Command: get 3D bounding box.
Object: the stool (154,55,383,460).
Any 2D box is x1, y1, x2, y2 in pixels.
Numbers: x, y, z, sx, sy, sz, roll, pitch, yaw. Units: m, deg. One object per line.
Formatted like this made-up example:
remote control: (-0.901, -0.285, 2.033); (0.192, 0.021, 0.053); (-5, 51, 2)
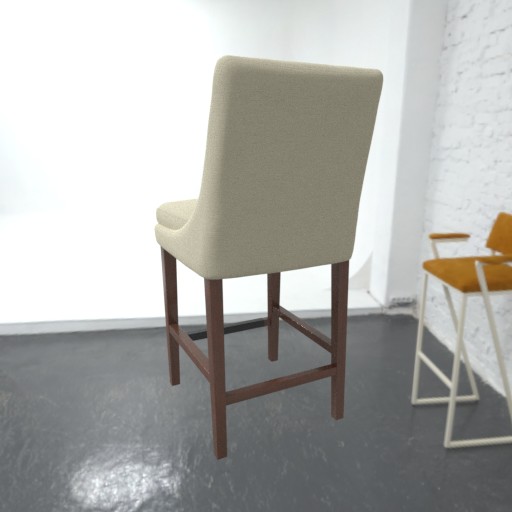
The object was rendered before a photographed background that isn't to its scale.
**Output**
stool: (0.000, 0.000, 1.298); (0.470, 0.981, 0.577); (-7, 16, -26)
